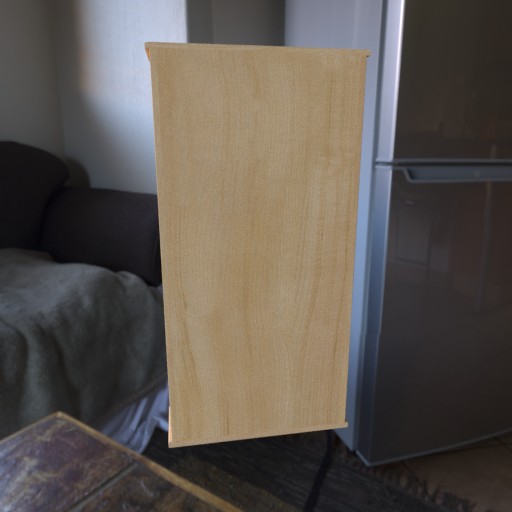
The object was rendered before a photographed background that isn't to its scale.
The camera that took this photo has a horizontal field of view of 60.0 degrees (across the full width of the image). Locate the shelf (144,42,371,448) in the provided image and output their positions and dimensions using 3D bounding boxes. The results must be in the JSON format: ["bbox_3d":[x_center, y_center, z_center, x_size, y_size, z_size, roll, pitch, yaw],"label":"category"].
[{"bbox_3d":[0.000,0.000,1.216,0.520,1.030,0.175,-3,15,-10],"label":"shelf"}]
